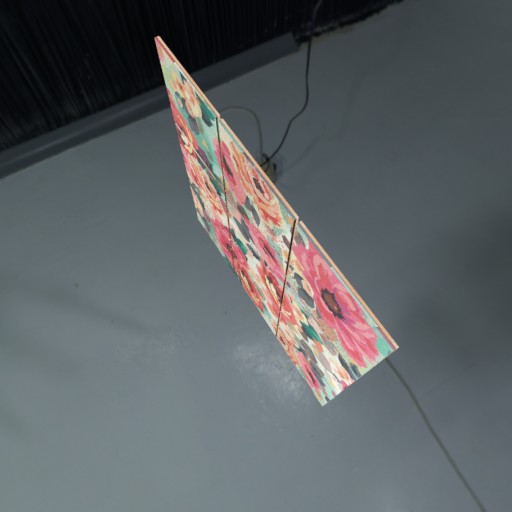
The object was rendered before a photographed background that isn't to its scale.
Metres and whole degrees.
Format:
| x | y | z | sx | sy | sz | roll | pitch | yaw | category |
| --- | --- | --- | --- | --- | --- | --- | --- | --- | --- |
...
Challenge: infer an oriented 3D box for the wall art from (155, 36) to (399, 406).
| x | y | z | sx | sy | sz | roll | pitch | yaw | category |
| --- | --- | --- | --- | --- | --- | --- | --- | --- | --- |
| 0.000 | 0.000 | 1.343 | 0.012 | 0.910 | 0.911 | -30 | 69 | -13 | wall art |
